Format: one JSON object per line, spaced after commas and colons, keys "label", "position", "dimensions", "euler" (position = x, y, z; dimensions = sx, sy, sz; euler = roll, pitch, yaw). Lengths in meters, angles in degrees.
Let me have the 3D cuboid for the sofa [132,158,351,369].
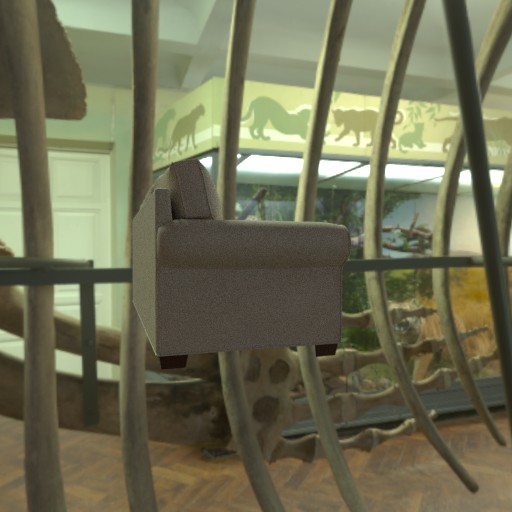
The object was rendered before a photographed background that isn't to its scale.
{"label": "sofa", "position": [0.000, 0.000, 2.415], "dimensions": [1.226, 0.734, 1.770], "euler": [0, 1, -18]}
